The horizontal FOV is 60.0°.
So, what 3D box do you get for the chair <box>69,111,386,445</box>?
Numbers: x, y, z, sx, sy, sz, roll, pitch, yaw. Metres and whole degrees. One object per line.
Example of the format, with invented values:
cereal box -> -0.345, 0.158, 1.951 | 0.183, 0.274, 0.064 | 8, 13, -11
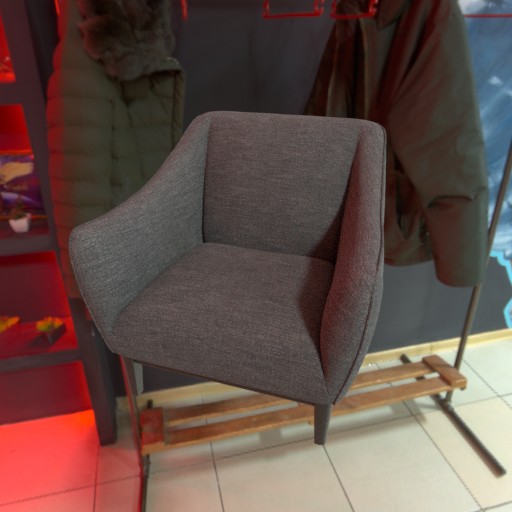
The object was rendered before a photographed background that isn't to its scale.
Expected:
chair -> 0.000, 0.000, 1.545 | 0.870, 0.829, 0.851 | 9, 29, 16
